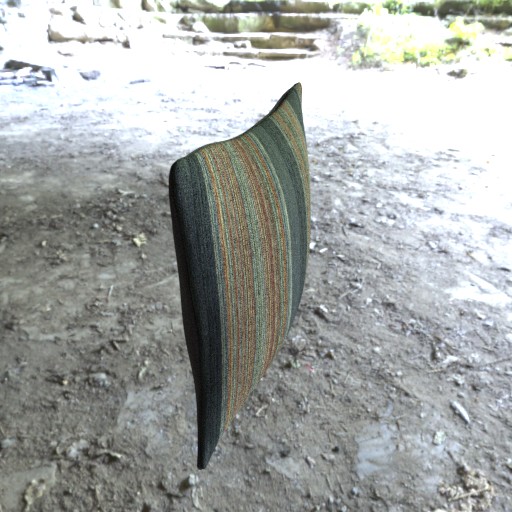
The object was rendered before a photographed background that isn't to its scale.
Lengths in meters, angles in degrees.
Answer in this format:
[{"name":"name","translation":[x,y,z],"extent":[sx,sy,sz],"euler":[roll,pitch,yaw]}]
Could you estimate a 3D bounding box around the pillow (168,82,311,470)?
[{"name":"pillow","translation":[0.000,0.000,0.648],"extent":[0.136,0.419,0.437],"euler":[10,32,16]}]
